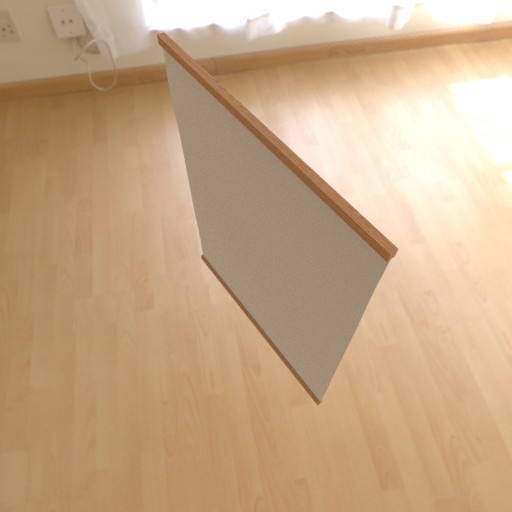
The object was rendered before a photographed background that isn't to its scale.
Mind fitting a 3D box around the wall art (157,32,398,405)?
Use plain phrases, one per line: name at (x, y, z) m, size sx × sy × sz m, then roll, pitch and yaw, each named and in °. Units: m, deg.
wall art at (0.000, 0.000, 0.790) m, size 0.011 × 0.605 × 0.458 m, roll -32°, pitch 63°, yaw -18°
